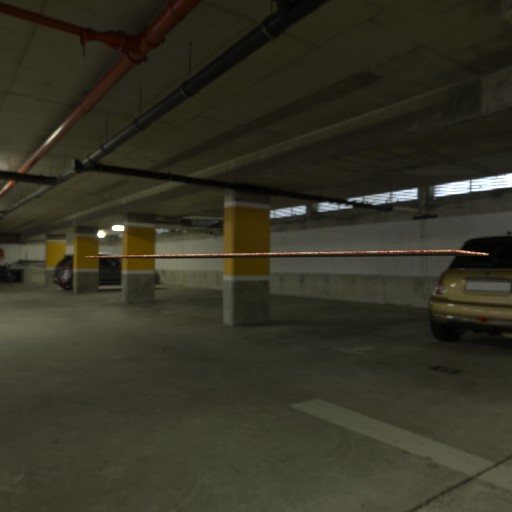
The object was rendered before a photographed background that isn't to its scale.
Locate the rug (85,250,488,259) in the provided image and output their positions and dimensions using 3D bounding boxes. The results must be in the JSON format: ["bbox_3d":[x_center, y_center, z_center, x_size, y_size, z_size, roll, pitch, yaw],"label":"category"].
[{"bbox_3d":[0.000,0.000,2.710,2.435,0.011,0.750,-1,-1,36],"label":"rug"}]
